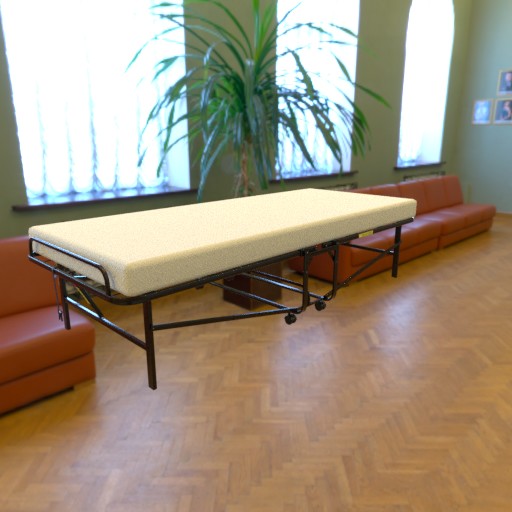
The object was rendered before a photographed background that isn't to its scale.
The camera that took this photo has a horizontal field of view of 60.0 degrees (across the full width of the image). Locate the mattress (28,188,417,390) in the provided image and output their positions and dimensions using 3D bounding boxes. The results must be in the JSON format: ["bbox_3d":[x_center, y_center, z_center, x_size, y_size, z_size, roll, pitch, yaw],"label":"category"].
[{"bbox_3d":[0.000,0.000,2.505,0.922,0.519,2.153,15,21,42],"label":"mattress"}]
